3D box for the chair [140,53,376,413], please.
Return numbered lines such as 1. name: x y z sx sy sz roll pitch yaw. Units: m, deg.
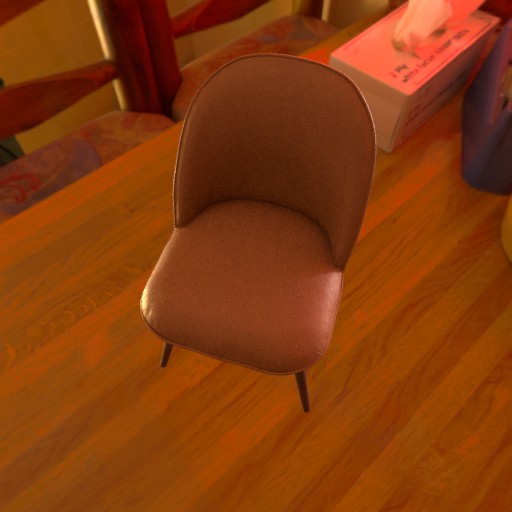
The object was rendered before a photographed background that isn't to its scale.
1. chair: 0.000 0.000 1.239 0.521 0.831 0.631 15 59 9
